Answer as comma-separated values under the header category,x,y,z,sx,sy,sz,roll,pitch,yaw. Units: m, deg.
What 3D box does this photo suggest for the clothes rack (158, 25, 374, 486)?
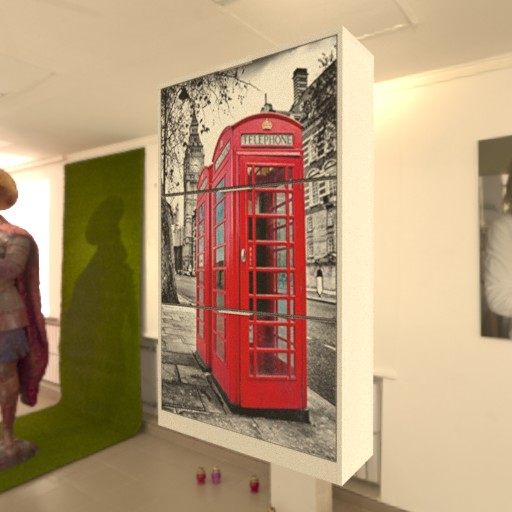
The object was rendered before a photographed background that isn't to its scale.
category,x,y,z,sx,sy,sz,roll,pitch,yaw
clothes rack,0.000,0.000,1.540,0.750,1.280,0.250,0,1,36
